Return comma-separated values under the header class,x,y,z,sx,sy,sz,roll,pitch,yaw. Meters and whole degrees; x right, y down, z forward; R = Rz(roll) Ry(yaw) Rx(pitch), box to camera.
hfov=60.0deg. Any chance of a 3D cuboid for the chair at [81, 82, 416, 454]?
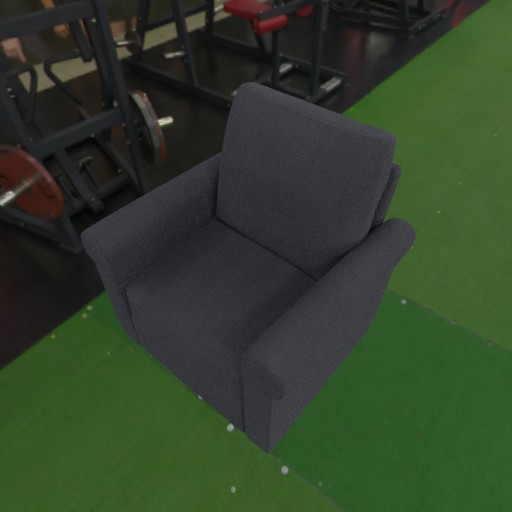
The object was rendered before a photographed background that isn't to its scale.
class,x,y,z,sx,sy,sz,roll,pitch,yaw
chair,0.000,0.000,1.601,0.867,0.942,0.828,31,53,27
